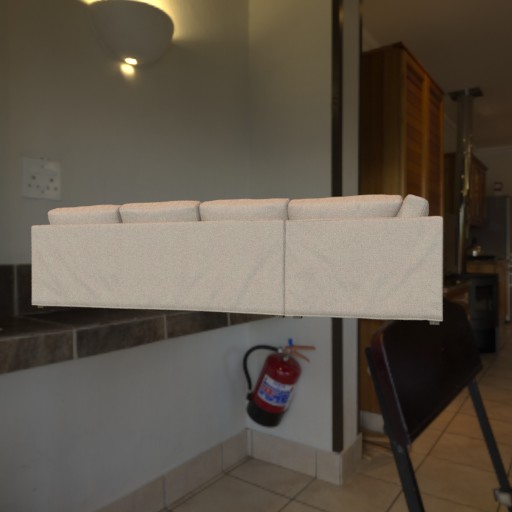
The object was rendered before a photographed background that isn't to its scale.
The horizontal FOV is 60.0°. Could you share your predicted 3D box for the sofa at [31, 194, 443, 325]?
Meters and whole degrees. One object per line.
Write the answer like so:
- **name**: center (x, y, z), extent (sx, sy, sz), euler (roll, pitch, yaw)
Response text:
- **sofa**: center (0.000, 0.000, 4.367), extent (3.182, 0.871, 2.432), euler (0, 0, 17)
